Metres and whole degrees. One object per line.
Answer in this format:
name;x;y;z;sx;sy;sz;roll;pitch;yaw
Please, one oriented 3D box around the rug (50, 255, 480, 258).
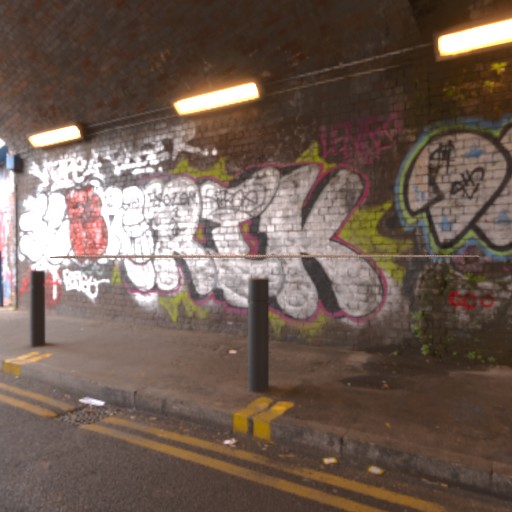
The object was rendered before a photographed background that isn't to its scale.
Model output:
rug;0.000;0.000;3.091;2.457;0.009;1.512;0;0;-18
